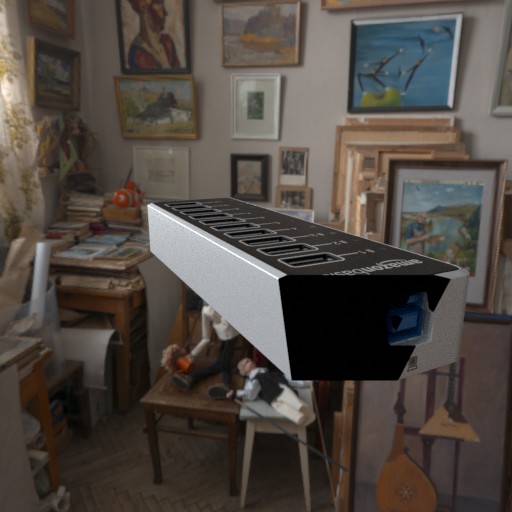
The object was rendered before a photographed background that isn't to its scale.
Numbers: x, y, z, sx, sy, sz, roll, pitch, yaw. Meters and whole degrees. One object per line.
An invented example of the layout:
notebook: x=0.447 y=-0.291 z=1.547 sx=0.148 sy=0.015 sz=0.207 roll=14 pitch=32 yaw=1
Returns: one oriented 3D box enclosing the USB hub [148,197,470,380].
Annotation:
USB hub: x=0.000 y=0.000 z=0.160 sx=0.044 sy=0.023 sz=0.145 roll=-8 pitch=17 yaw=-26
